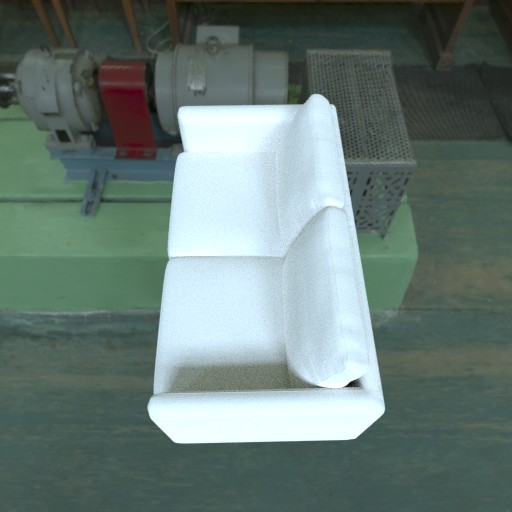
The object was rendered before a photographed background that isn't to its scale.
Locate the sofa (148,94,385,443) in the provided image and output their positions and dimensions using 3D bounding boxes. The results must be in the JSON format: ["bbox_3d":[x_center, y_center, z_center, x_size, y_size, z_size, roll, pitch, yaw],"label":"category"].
[{"bbox_3d":[0.000,0.000,2.297,0.940,0.893,1.713,-1,58,-1],"label":"sofa"}]
